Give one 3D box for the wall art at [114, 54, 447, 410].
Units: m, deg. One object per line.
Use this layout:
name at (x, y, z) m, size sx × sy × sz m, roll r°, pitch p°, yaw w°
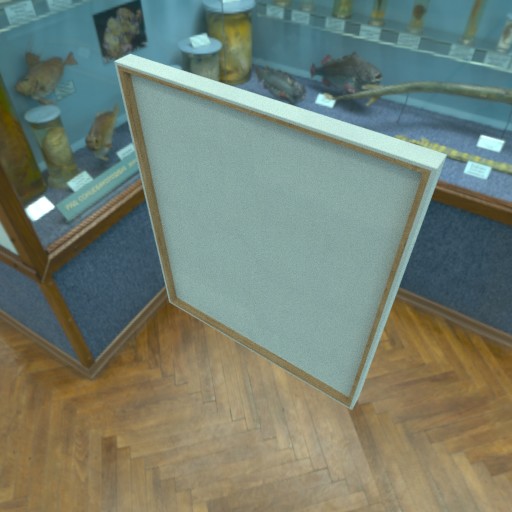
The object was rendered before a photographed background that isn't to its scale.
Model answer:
wall art at (0.000, 0.000, 0.817) m, size 0.508 × 0.606 × 0.037 m, roll 26°, pitch 52°, yaw 23°
